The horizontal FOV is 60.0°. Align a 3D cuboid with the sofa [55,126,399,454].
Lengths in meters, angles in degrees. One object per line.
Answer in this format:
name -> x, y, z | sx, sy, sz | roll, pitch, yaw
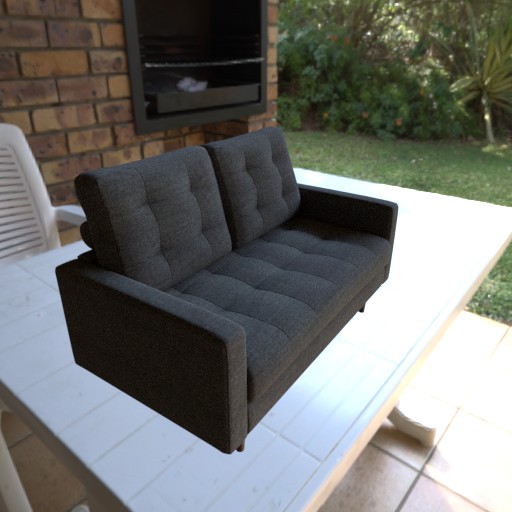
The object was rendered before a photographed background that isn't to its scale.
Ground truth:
sofa -> 0.000, 0.000, 1.934 | 0.842, 0.907, 1.407 | 17, 30, 31
